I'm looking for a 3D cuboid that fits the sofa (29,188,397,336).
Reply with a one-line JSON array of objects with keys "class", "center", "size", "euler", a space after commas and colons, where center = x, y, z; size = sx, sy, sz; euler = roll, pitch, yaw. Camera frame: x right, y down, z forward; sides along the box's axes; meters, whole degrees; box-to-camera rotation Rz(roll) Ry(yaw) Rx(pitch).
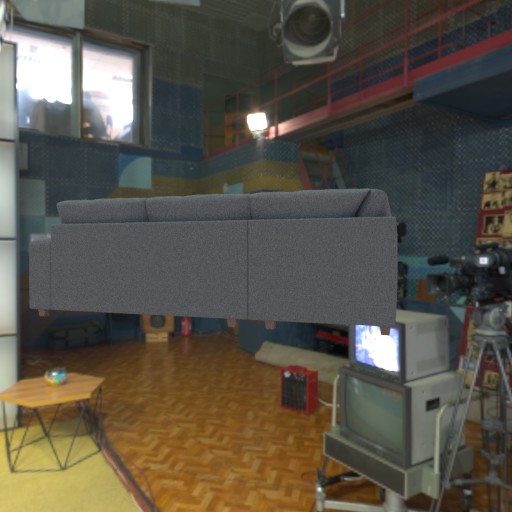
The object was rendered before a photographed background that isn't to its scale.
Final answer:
[{"class": "sofa", "center": [0.000, 0.000, 4.773], "size": [2.895, 0.965, 3.277], "euler": [0, 1, 18]}]
